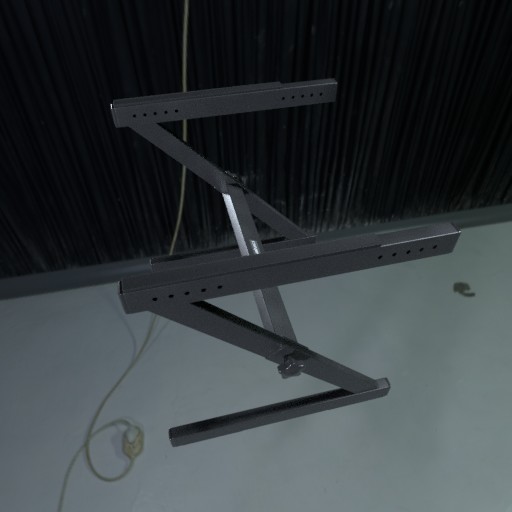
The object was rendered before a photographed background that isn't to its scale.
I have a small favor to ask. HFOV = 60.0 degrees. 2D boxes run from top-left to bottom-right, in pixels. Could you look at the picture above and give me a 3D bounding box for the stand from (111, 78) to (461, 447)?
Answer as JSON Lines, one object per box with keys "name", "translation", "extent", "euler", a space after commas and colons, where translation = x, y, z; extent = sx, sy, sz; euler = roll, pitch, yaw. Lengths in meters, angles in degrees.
{"name": "stand", "translation": [0.000, 0.000, 1.146], "extent": [0.586, 0.617, 0.700], "euler": [-10, 47, -10]}
